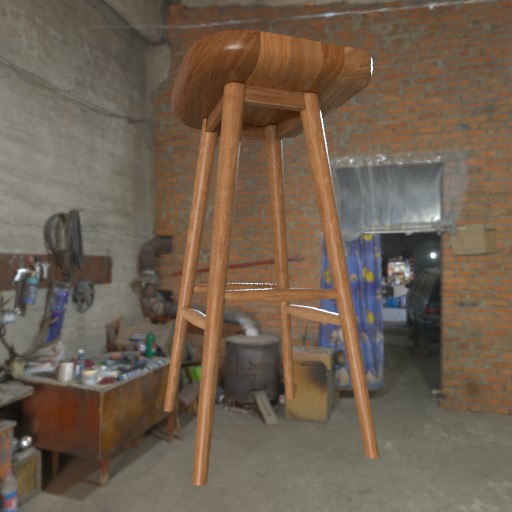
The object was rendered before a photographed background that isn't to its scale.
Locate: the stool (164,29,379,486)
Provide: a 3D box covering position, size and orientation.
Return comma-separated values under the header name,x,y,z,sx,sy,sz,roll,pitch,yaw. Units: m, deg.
name,x,y,z,sx,sy,sz,roll,pitch,yaw
stool,0.000,0.000,0.899,0.322,0.698,0.407,1,-2,-18
